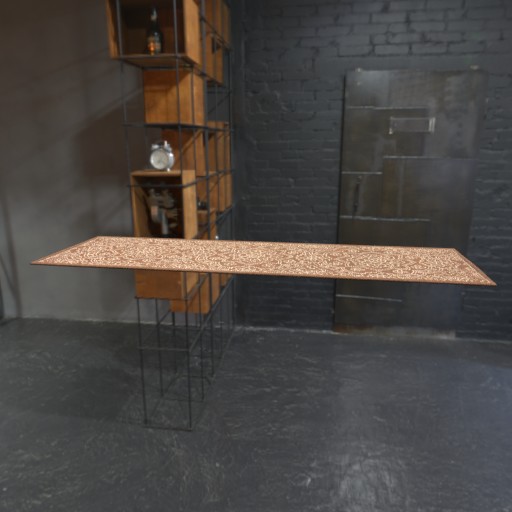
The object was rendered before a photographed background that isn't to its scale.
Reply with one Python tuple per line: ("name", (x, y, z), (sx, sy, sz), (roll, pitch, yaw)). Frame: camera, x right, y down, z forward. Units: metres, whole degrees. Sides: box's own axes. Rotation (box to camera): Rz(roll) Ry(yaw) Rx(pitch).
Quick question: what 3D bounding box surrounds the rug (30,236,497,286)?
("rug", (0.000, 0.000, 2.652), (2.448, 0.012, 0.769), (2, 14, 9))
